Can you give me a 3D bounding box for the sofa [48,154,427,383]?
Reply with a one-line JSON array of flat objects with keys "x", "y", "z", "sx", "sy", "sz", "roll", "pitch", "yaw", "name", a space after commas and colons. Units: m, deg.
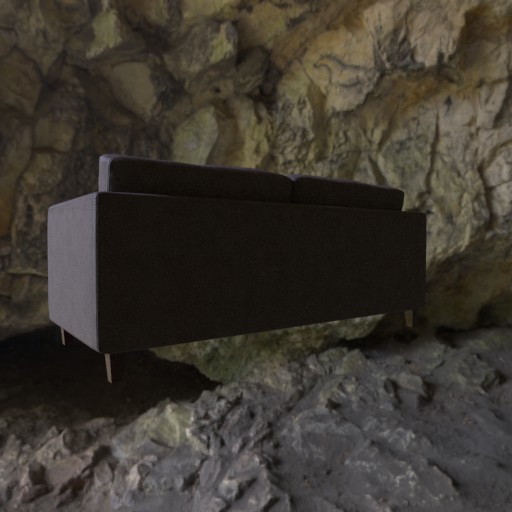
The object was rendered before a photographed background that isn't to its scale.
[{"x": 0.000, "y": 0.000, "z": 2.721, "sx": 2.208, "sy": 0.965, "sz": 0.951, "roll": -1, "pitch": 2, "yaw": -36, "name": "sofa"}]
